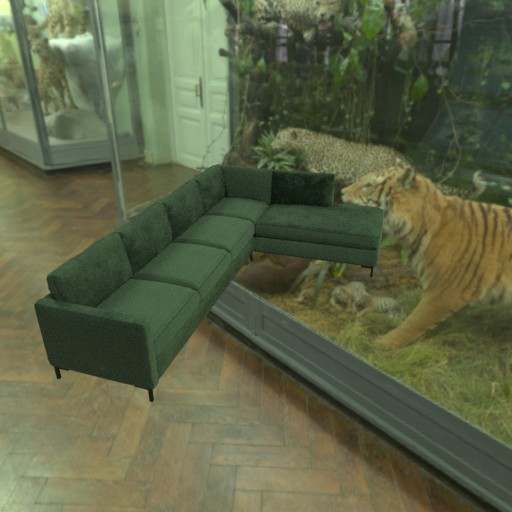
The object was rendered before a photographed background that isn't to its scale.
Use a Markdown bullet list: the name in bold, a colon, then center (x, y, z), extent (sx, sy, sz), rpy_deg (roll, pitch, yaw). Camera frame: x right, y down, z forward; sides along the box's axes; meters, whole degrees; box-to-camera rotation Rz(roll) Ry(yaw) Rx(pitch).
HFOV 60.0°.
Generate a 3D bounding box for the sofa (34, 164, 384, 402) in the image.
- **sofa**: center (0.000, 0.000, 3.214), extent (1.707, 0.687, 2.486), rpy_deg (8, 27, 15)
